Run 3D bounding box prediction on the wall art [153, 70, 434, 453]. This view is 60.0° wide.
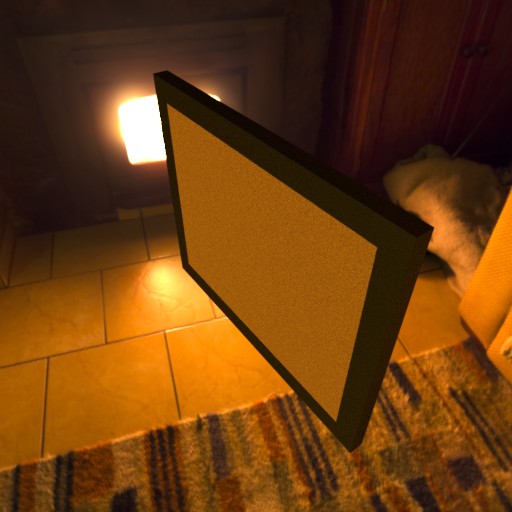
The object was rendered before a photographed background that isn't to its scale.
[{"bbox_3d":[0.000,0.000,0.756,0.028,0.460,0.561,-26,48,-26],"label":"wall art"}]
